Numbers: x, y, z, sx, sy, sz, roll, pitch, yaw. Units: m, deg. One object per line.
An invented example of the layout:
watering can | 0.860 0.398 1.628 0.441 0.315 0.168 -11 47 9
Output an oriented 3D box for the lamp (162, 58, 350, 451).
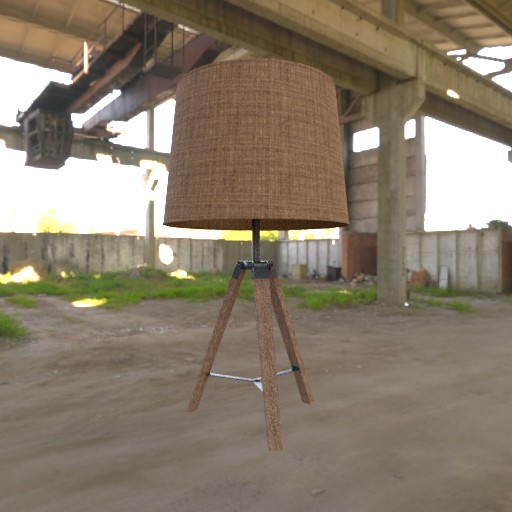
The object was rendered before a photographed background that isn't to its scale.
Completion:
lamp | 0.000 0.000 0.700 0.290 0.514 0.290 0 0 0
